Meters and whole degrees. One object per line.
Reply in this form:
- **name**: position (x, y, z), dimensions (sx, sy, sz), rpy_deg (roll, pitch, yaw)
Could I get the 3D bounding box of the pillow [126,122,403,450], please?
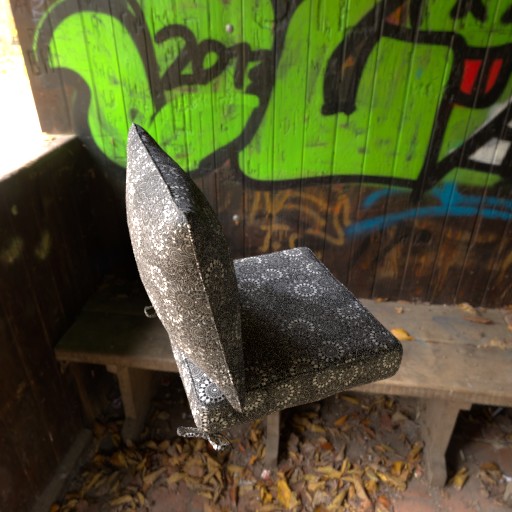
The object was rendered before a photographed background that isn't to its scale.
- **pillow**: position (0.000, 0.000, 1.402), dimensions (0.740, 0.722, 0.798), rpy_deg (-11, 32, -18)
